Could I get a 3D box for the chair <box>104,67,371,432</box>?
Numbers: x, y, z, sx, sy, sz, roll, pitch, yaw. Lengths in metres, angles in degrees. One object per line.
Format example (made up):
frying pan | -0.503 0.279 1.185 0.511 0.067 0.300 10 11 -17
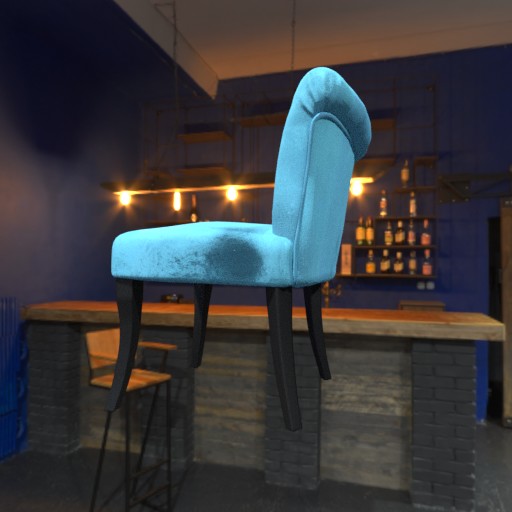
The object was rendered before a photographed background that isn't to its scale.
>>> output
chair | 0.000 0.000 1.201 0.605 0.750 0.582 0 -1 18
